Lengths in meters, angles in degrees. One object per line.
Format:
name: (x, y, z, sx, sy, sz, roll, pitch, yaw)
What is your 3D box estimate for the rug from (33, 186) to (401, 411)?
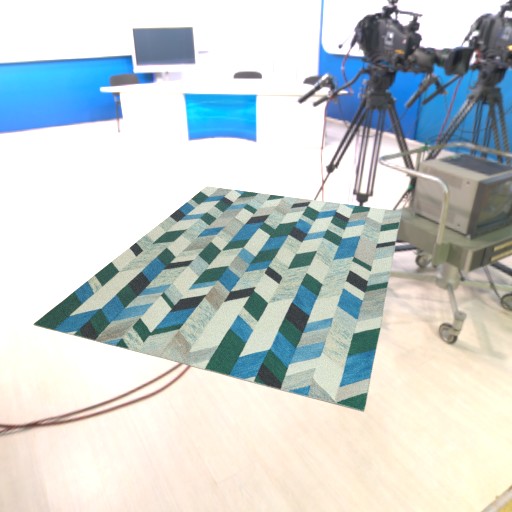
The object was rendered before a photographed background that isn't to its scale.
rug: (0.000, 0.000, 4.158, 2.440, 0.008, 3.036, 10, 31, 17)
